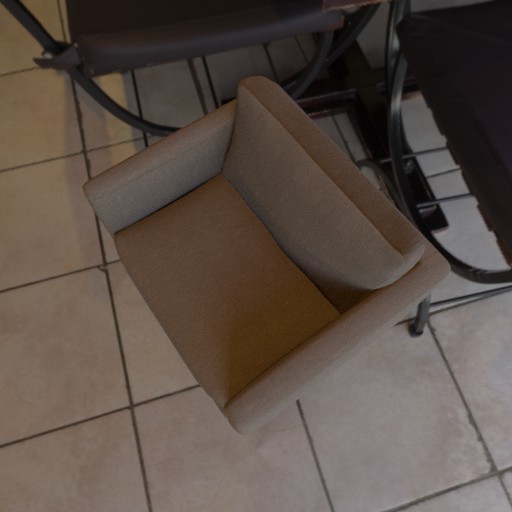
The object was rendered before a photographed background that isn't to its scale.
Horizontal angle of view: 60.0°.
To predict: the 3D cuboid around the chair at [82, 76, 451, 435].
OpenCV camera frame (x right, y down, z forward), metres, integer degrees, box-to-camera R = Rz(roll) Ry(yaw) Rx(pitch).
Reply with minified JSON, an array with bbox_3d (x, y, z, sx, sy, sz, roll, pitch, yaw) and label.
[{"bbox_3d":[0.000,0.000,1.862,0.959,0.963,1.107,-33,70,-13],"label":"chair"}]
